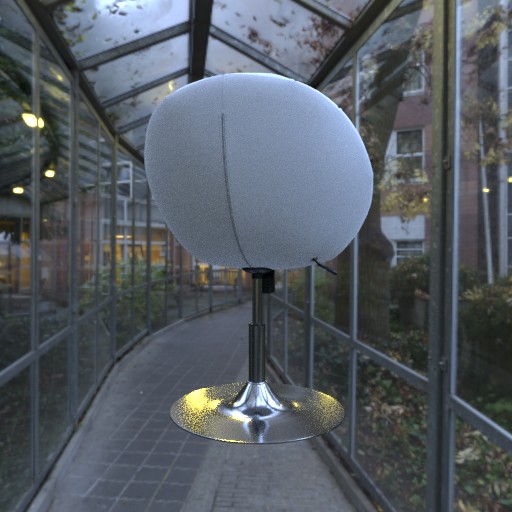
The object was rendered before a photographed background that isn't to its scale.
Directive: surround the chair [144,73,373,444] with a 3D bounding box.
[{"bbox_3d":[0.000,0.000,1.832,0.940,1.261,0.736,0,0,18],"label":"chair"}]
